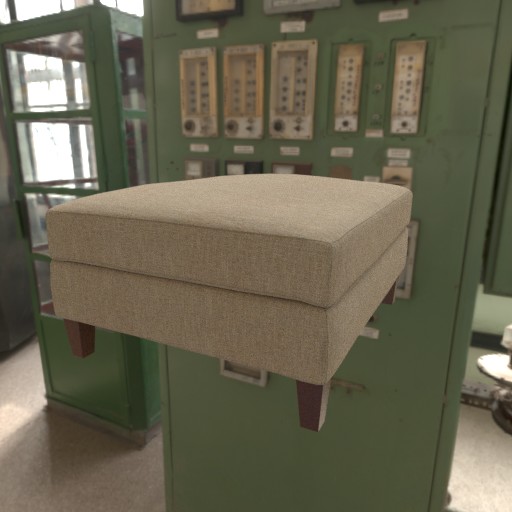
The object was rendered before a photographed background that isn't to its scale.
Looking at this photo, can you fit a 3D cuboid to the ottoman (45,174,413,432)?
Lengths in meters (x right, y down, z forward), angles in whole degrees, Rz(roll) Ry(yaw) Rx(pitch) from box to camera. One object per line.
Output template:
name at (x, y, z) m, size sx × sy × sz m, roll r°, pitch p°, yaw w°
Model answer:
ottoman at (0.000, 0.000, 1.464) m, size 0.836 × 0.492 × 0.976 m, roll 8°, pitch 17°, yaw 26°
